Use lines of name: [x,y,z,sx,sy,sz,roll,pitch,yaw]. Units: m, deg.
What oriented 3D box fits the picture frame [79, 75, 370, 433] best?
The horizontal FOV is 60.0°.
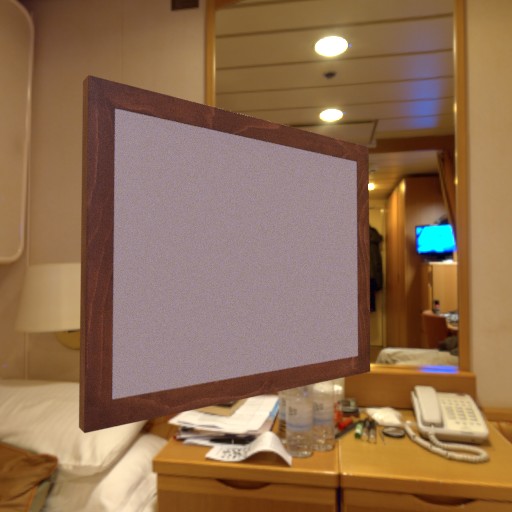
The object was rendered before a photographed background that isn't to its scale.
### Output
picture frame: [0.000,0.000,0.743,0.559,0.457,0.025,1,-2,-37]
